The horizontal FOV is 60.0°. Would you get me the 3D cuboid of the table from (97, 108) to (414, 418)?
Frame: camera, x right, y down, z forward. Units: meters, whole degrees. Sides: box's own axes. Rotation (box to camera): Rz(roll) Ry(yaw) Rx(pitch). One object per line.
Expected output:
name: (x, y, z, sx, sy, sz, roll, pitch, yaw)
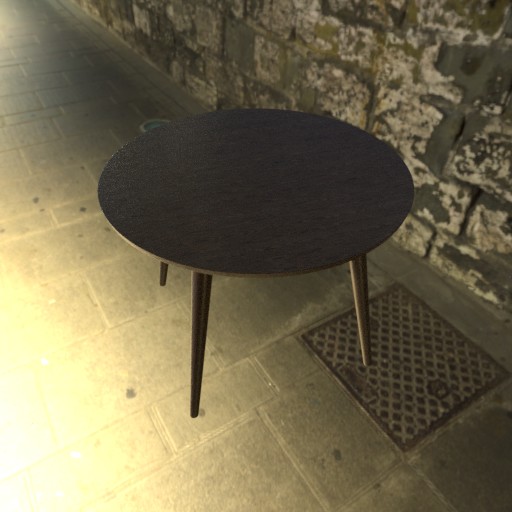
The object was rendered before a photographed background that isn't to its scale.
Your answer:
table: (0.000, 0.000, 1.782, 1.053, 0.786, 1.053, 0, 41, 0)
